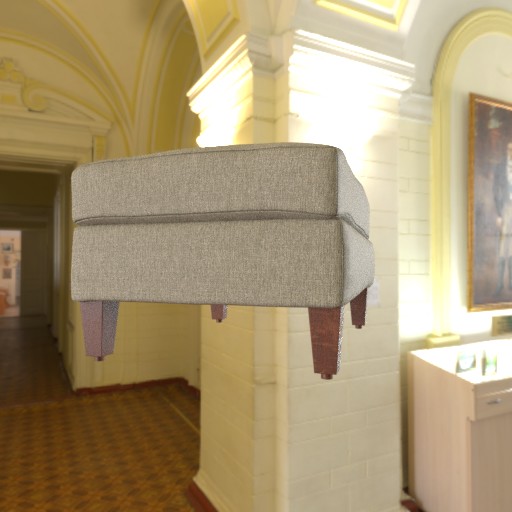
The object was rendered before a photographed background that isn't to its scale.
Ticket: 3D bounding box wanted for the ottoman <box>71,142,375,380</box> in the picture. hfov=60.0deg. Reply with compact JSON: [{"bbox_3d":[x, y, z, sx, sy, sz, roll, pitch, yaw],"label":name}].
[{"bbox_3d":[0.000,0.000,1.298,0.639,0.494,0.873,0,-1,18],"label":"ottoman"}]
